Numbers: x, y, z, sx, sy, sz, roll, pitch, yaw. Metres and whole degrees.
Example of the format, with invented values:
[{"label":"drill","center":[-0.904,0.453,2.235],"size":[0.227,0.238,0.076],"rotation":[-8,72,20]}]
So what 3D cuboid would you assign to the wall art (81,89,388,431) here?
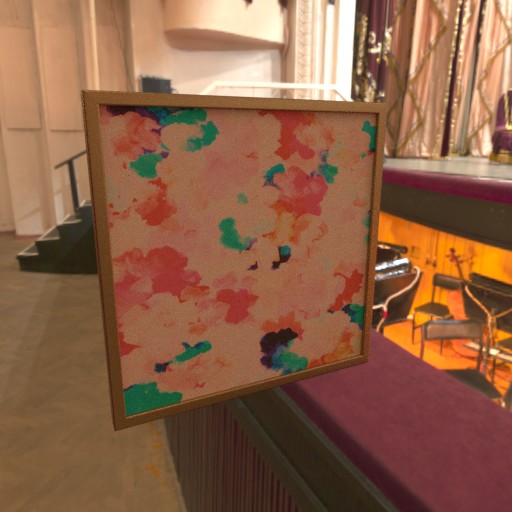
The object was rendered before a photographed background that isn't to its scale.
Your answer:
[{"label":"wall art","center":[0.000,0.000,1.135],"size":[0.767,0.765,0.036],"rotation":[-7,17,-25]}]
